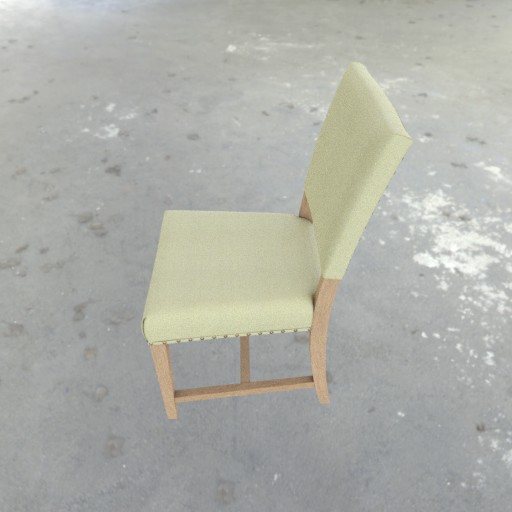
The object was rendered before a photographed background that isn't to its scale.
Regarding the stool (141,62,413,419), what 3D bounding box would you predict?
[{"bbox_3d":[0.000,0.000,1.337,0.623,0.986,0.508,-1,41,-1],"label":"stool"}]
